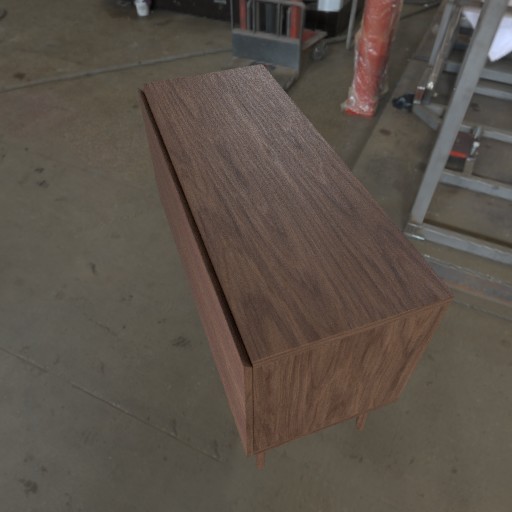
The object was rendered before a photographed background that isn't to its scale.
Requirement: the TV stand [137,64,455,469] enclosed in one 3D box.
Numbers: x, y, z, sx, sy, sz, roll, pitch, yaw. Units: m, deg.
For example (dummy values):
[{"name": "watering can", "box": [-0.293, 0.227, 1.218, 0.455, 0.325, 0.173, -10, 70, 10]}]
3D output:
[{"name": "TV stand", "box": [0.000, 0.000, 1.310, 0.405, 0.660, 0.990, -15, 50, -13]}]
